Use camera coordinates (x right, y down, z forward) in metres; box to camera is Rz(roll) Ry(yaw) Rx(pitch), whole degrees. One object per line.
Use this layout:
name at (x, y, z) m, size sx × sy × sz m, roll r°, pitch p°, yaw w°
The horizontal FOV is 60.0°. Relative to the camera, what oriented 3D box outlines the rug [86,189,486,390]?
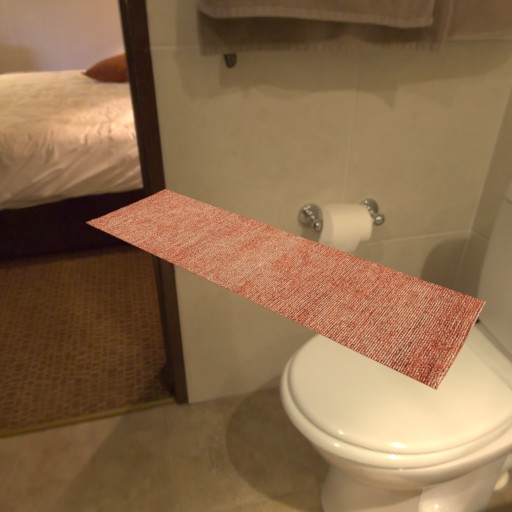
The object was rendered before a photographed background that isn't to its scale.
rug at (0.000, 0.000, 2.579) m, size 2.353 × 0.013 × 0.718 m, roll 22°, pitch 37°, yaw 32°
